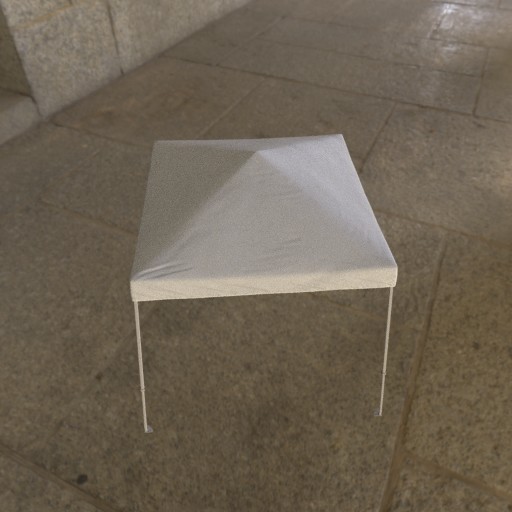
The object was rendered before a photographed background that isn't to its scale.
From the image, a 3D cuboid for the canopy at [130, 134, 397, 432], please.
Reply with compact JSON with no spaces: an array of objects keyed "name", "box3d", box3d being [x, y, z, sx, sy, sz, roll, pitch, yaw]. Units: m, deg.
[{"name":"canopy","box3d":[0.000,0.000,6.725,3.600,3.600,3.599,-3,45,-3]}]
